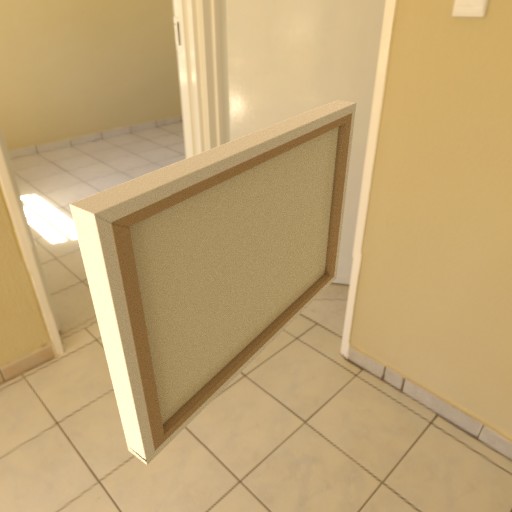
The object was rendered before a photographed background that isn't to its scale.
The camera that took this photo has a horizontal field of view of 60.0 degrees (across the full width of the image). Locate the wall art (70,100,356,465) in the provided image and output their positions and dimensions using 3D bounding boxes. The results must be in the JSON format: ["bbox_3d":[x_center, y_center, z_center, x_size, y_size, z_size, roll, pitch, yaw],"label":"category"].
[{"bbox_3d":[0.000,0.000,0.771,0.042,0.414,0.608,21,37,30],"label":"wall art"}]
